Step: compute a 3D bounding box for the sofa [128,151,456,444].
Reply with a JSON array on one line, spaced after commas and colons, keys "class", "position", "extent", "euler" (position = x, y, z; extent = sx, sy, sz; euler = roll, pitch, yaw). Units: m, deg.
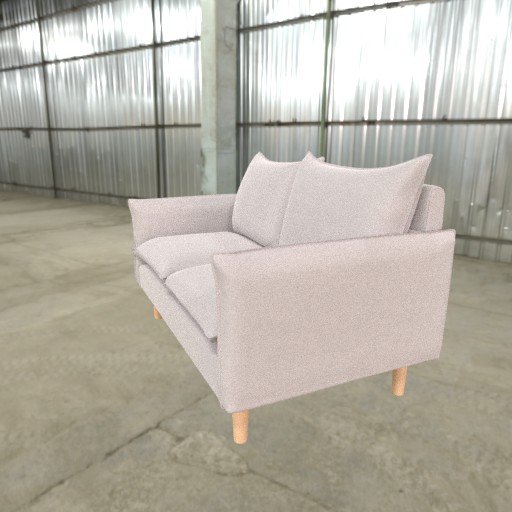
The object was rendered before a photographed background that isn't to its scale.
[{"class": "sofa", "position": [0.000, 0.000, 1.828], "extent": [0.820, 0.840, 1.300], "euler": [-7, 16, -24]}]
